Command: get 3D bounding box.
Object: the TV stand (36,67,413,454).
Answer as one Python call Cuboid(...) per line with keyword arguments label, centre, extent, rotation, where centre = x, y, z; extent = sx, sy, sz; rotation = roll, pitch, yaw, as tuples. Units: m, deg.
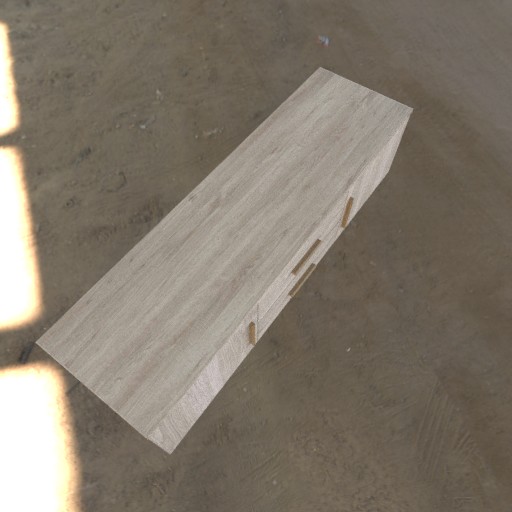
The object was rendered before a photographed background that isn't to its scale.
Cuboid(label="TV stand", centre=(0.000, 0.000, 1.549), extent=(0.401, 0.565, 1.313), rotation=(32, 65, 18))
